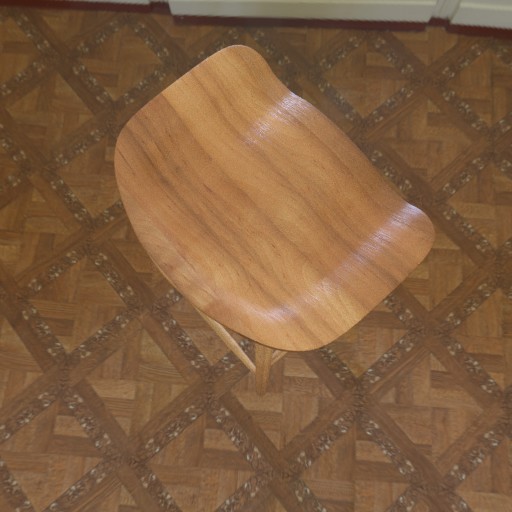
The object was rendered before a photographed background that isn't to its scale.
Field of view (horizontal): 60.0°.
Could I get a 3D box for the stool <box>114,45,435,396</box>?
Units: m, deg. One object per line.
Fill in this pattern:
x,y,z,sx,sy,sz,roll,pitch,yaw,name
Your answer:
0.000,0.000,0.861,0.361,0.615,0.440,-41,79,-9,stool
